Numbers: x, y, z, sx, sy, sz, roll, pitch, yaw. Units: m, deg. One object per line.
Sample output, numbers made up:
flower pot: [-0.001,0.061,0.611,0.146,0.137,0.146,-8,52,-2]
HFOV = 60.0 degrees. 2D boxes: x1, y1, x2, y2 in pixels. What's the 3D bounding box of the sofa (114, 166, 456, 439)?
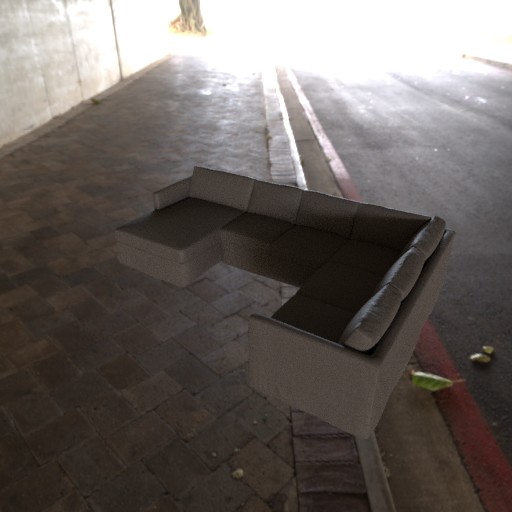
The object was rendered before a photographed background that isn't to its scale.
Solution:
sofa: [0.000,0.000,4.694,3.528,0.878,2.476,17,34,28]
